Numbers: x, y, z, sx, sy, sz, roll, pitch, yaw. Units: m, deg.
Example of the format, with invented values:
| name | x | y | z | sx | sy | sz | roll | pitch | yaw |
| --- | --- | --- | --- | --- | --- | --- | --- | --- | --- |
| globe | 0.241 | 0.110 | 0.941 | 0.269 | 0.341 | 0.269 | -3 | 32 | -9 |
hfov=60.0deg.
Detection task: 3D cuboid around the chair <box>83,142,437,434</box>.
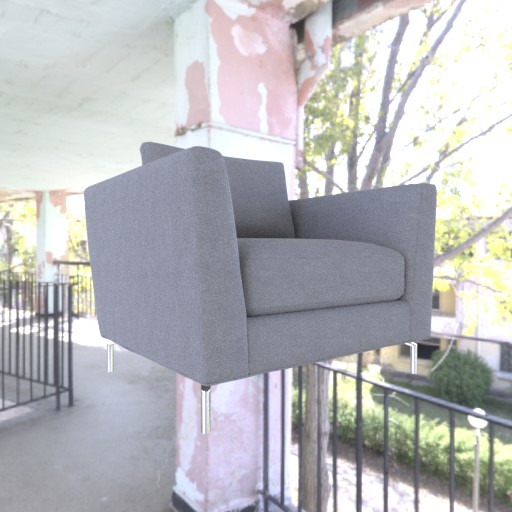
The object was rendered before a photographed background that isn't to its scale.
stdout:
| name | x | y | z | sx | sy | sz | roll | pitch | yaw |
| --- | --- | --- | --- | --- | --- | --- | --- | --- | --- |
| chair | 0.000 | 0.000 | 1.671 | 1.041 | 0.864 | 0.889 | -1 | 1 | -37 |
